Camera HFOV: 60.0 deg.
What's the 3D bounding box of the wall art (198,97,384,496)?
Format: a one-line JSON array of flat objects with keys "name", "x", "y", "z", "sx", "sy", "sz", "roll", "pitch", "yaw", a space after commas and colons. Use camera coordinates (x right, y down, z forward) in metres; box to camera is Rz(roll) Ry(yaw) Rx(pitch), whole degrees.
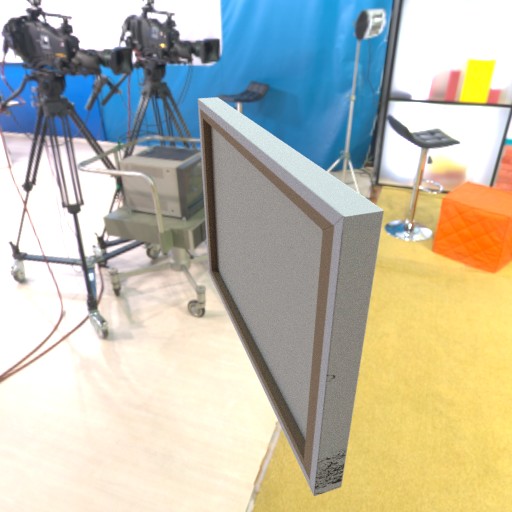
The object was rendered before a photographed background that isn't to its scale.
[{"name": "wall art", "x": 0.000, "y": 0.000, "z": 0.754, "sx": 0.042, "sy": 0.414, "sz": 0.608, "roll": -10, "pitch": 31, "yaw": -16}]
